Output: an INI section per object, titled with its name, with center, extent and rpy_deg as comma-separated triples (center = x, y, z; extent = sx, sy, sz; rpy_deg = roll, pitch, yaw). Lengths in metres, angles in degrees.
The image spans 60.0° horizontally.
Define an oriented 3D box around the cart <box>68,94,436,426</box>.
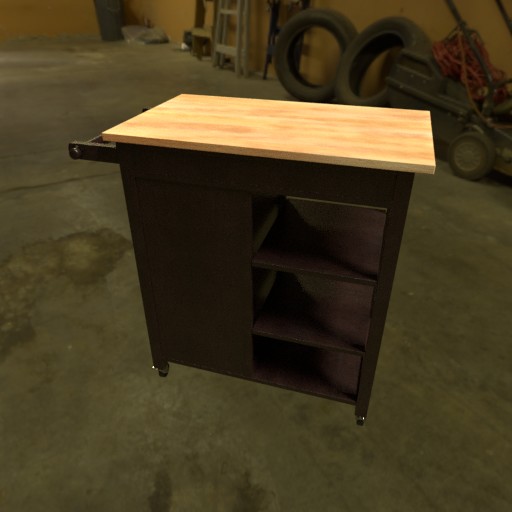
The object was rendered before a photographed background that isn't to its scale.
[cart]
center = 0.000, 0.000, 1.444
extent = 0.914, 0.878, 0.472
rpy_deg = 9, 33, 14
